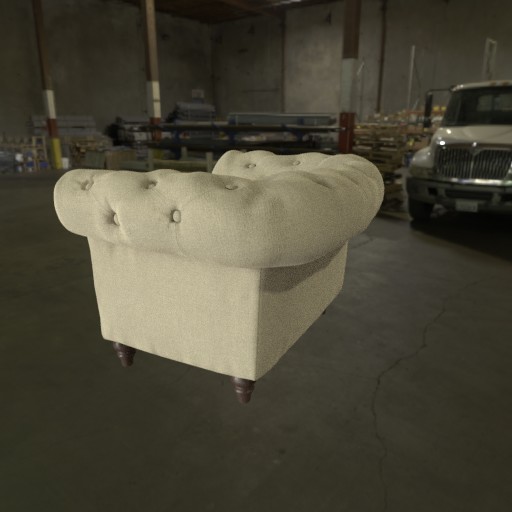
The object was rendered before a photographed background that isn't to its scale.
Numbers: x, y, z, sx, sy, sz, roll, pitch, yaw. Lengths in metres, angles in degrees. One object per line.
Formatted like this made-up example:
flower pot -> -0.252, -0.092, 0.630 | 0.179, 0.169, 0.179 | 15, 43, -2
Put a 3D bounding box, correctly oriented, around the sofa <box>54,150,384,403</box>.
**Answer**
sofa -> 0.000, 0.000, 2.027 | 1.034, 0.878, 1.405 | 8, 19, 26
